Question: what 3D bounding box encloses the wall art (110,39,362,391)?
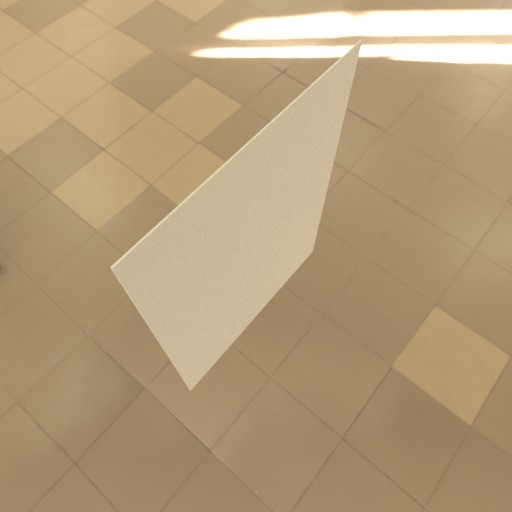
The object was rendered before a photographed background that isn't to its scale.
[{"bbox_3d":[0.000,0.000,0.798,0.003,0.609,0.457,36,68,17],"label":"wall art"}]
